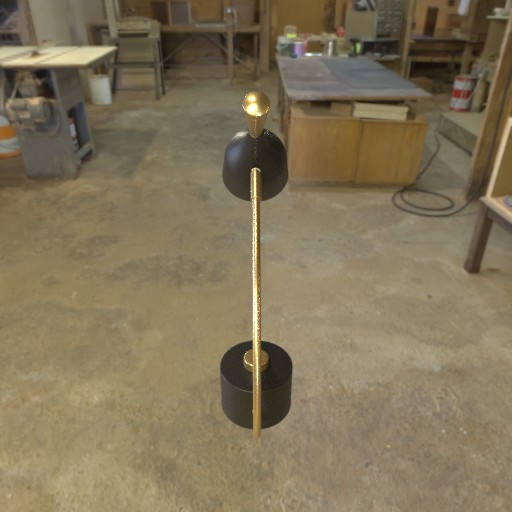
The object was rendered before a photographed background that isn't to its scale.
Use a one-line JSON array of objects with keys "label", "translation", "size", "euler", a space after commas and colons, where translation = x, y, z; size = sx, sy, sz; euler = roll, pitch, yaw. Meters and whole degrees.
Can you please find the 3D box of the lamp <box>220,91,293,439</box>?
[{"label": "lamp", "translation": [0.000, 0.000, 0.630], "size": [0.110, 0.464, 0.352], "euler": [0, 30, 0]}]
